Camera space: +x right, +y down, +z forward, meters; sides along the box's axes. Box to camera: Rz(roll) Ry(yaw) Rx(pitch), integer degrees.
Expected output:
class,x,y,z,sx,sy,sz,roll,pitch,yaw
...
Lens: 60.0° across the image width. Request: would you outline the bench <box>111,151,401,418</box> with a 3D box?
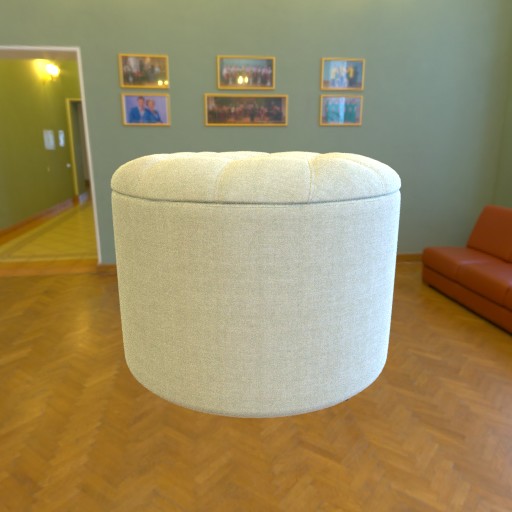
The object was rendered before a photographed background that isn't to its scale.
class,x,y,z,sx,sy,sz,roll,pitch,yaw
bench,0.000,0.000,0.998,0.600,0.453,0.600,0,15,0
